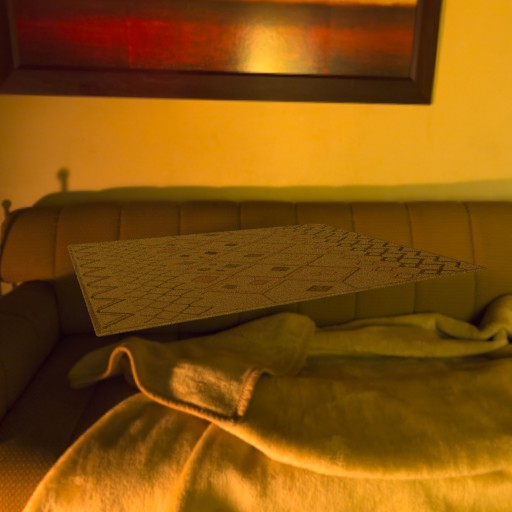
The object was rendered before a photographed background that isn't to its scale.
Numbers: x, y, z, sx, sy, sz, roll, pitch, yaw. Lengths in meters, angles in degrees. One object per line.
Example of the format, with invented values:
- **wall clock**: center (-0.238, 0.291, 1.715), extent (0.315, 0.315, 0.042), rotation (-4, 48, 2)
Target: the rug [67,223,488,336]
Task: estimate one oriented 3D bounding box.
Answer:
- **rug**: center (0.000, 0.000, 4.049), extent (3.050, 0.016, 2.441), rotation (-7, 15, -25)
